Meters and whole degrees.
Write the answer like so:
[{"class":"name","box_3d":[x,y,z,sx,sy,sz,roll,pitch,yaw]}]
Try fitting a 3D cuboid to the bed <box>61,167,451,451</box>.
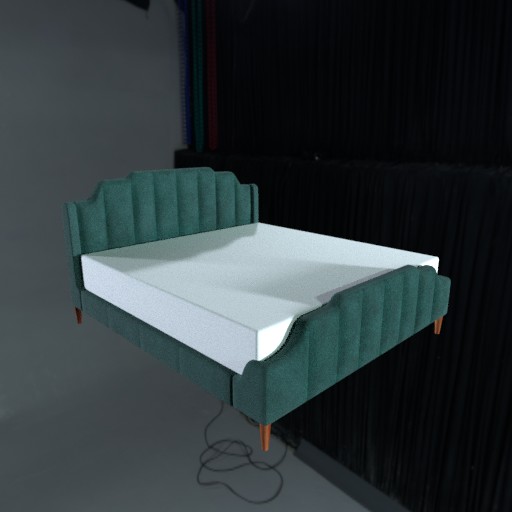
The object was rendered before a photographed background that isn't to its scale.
[{"class":"bed","box_3d":[0.000,0.000,3.515,2.074,1.245,2.340,-14,21,-42]}]
